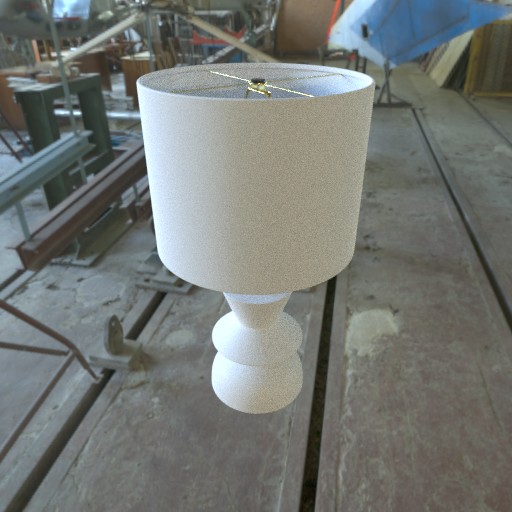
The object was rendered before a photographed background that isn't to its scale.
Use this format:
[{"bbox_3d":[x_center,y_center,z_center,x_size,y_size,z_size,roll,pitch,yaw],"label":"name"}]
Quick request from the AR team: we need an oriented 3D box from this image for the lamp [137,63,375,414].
[{"bbox_3d":[0.000,0.000,0.705,0.301,0.533,0.301,-18,35,-29],"label":"lamp"}]
